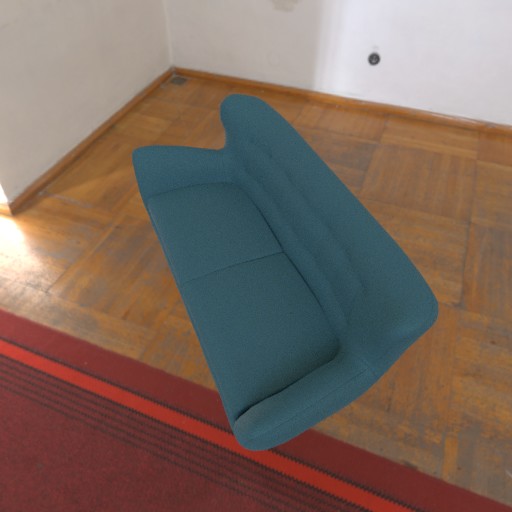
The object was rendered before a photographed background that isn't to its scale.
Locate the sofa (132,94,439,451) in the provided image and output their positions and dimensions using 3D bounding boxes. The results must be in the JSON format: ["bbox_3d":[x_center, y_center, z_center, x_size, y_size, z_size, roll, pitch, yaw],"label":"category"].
[{"bbox_3d":[0.000,0.000,2.366,0.889,0.890,1.930,-18,50,-15],"label":"sofa"}]
